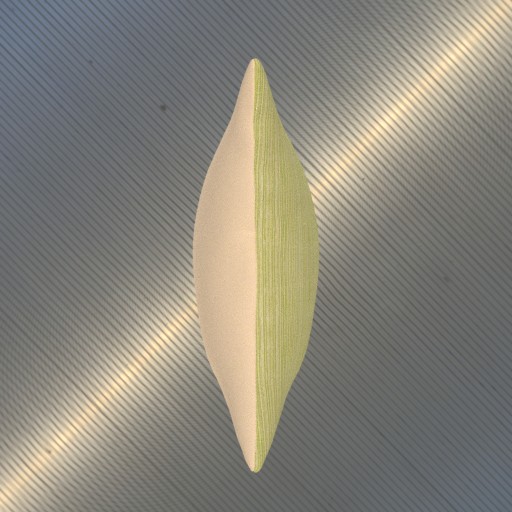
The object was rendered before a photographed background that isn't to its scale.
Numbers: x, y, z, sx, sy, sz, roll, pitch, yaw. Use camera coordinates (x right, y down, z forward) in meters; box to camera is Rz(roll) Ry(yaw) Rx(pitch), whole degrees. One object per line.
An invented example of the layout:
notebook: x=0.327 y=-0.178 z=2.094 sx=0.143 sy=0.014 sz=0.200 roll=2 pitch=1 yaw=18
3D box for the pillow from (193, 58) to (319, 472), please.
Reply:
pillow: x=0.000 y=0.000 z=0.808 sx=0.229 sy=0.487 sz=0.560 roll=0 pitch=91 yaw=0
